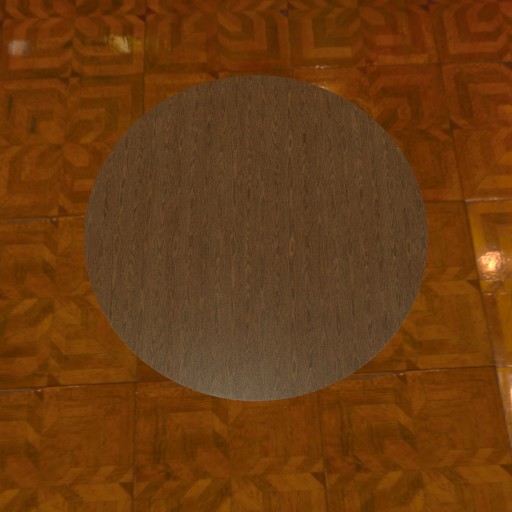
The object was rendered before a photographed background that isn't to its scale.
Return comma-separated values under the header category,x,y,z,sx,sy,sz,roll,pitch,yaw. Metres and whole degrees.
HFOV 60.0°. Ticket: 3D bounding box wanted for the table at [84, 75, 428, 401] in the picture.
category,x,y,z,sx,sy,sz,roll,pitch,yaw
table,0.000,0.000,1.740,1.053,0.786,1.053,0,74,0
